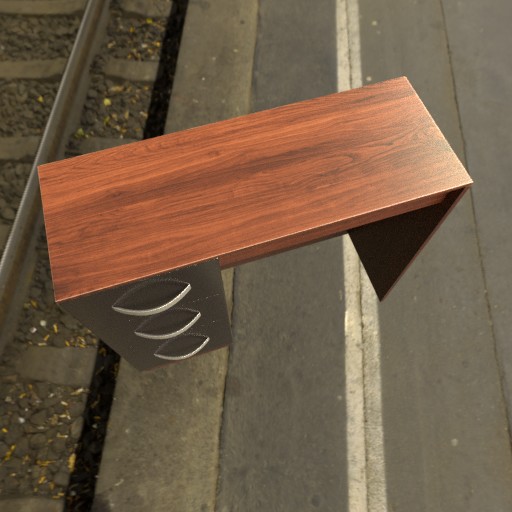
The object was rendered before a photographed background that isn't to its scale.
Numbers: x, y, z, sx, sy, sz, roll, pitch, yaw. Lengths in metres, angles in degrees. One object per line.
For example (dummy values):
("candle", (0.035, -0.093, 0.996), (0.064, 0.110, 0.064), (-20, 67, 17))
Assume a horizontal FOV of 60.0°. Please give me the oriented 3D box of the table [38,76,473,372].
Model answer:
("table", (0.000, 0.000, 1.354), (0.930, 0.790, 0.380), (-16, 65, -8))
